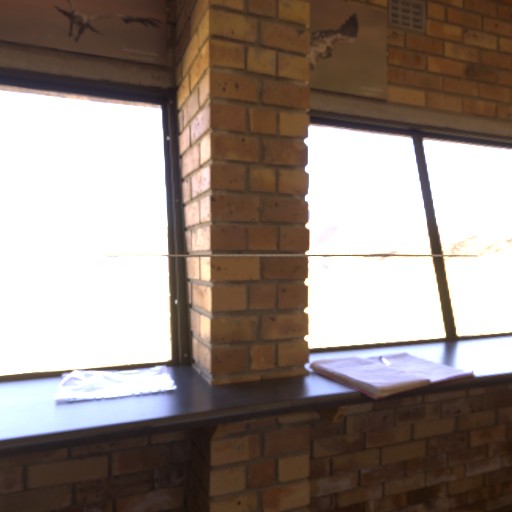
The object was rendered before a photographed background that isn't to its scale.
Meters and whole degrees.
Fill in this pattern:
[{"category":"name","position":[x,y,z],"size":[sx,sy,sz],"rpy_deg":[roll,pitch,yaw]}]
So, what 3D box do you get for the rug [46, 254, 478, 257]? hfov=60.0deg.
[{"category":"rug","position":[0.000,0.000,2.247],"size":[1.828,0.007,1.220],"rpy_deg":[0,0,37]}]
